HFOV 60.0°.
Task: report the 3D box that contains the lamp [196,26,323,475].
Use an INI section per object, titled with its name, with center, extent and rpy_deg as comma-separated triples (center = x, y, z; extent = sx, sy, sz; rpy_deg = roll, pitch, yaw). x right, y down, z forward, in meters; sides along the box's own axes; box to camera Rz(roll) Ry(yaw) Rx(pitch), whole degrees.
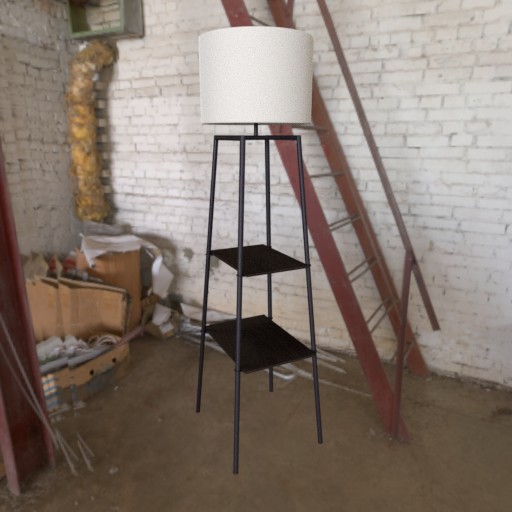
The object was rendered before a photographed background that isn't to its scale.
[lamp]
center = 0.000, 0.000, 1.650
extent = 0.384, 1.474, 0.427
rpy_deg = -7, 17, -25
